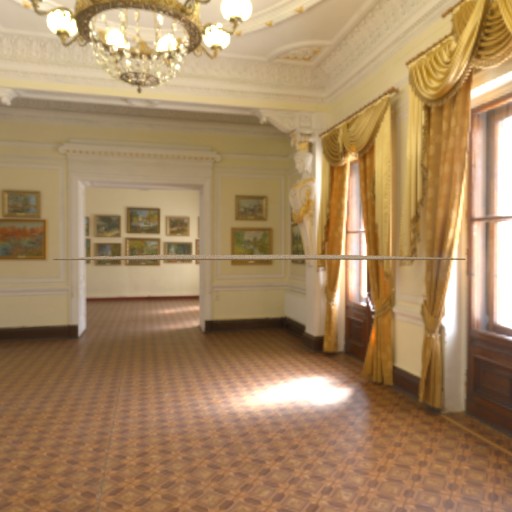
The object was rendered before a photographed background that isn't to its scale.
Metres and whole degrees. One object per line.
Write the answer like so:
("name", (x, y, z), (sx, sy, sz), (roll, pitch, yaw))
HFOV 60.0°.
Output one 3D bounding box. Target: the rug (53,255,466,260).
("rug", (0.000, 0.000, 4.137), (2.448, 0.021, 3.051), (0, 1, -1))
